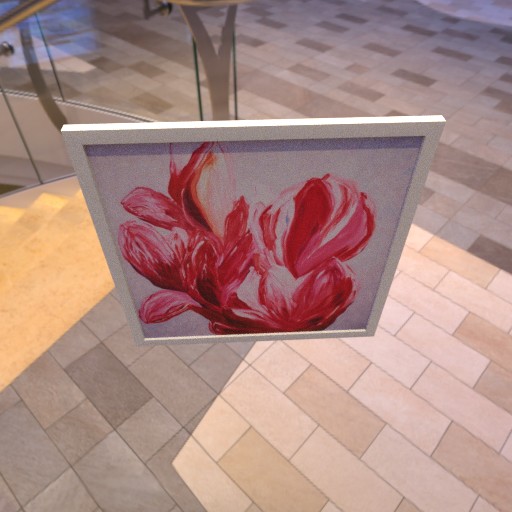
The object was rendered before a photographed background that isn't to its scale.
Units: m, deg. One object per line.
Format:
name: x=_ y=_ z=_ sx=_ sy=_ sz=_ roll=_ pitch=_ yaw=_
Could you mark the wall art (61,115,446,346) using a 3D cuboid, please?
wall art: x=0.000 y=0.000 z=1.006 sx=0.664 sy=0.661 sz=0.020 roll=-2 pitch=46 yaw=-2
